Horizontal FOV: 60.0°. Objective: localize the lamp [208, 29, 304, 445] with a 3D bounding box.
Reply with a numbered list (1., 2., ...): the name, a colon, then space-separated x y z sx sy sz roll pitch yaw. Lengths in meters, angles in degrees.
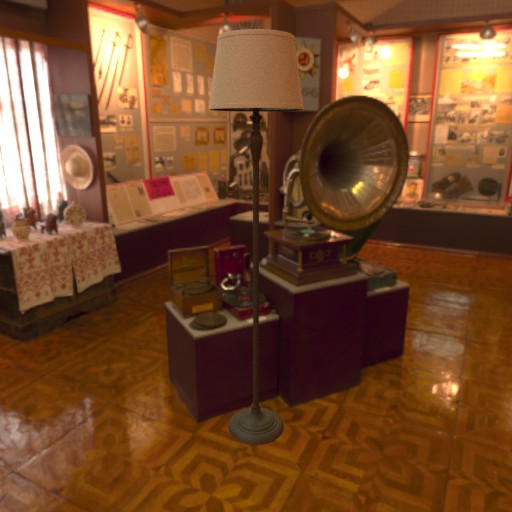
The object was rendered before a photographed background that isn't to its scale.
1. lamp: 0.000 0.000 1.676 0.327 1.506 0.327 9 18 28
